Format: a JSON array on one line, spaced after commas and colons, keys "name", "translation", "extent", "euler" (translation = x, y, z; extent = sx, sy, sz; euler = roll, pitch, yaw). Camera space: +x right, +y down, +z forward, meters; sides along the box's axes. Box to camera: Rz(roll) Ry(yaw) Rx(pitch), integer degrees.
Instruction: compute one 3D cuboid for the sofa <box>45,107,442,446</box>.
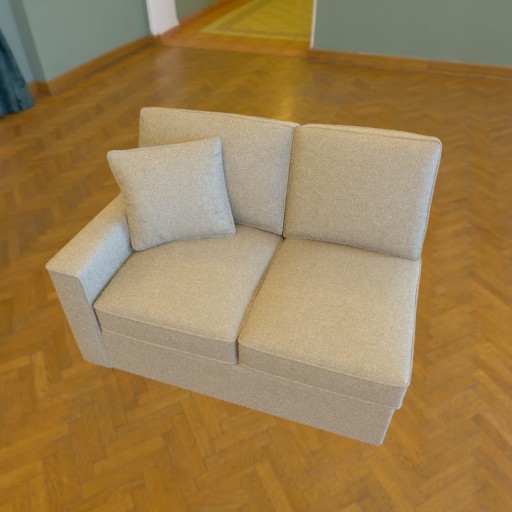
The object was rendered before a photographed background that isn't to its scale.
[{"name": "sofa", "translation": [0.000, 0.000, 1.950], "extent": [1.388, 0.989, 0.991], "euler": [12, 41, 14]}]
